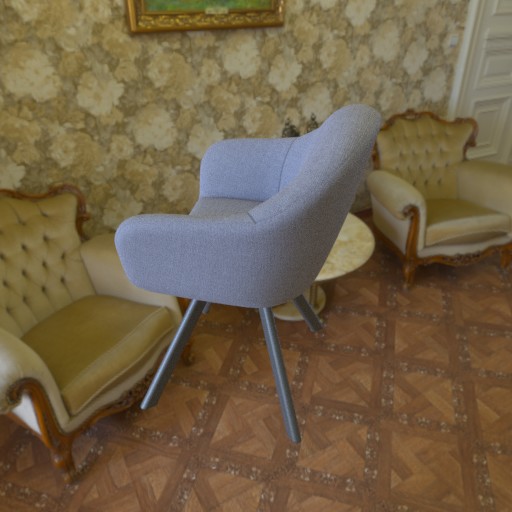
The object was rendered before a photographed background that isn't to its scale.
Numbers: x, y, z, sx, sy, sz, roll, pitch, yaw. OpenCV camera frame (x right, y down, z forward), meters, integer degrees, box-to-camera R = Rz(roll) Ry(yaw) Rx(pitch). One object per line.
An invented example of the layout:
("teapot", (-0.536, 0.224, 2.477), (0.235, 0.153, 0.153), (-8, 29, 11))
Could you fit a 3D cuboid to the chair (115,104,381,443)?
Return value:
("chair", (0.000, 0.000, 1.189), (0.550, 0.795, 0.590), (7, 31, 12))
